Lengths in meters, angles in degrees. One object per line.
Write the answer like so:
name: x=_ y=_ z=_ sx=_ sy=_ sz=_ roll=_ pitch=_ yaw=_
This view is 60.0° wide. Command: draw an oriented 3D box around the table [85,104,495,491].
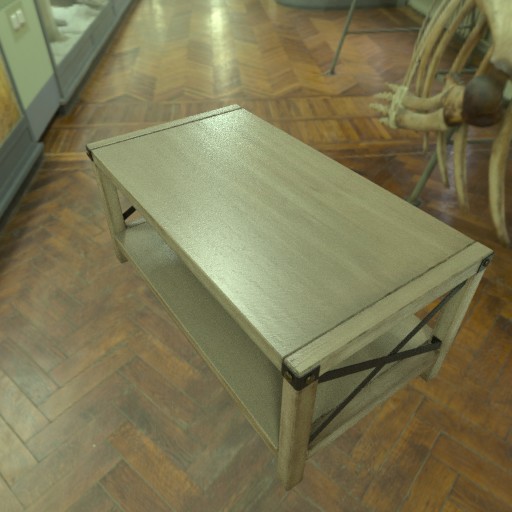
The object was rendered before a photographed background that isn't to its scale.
table: x=0.000 y=0.000 z=1.285 sx=0.559 sy=0.456 sz=1.016 roll=-25 pitch=46 yaw=-26
